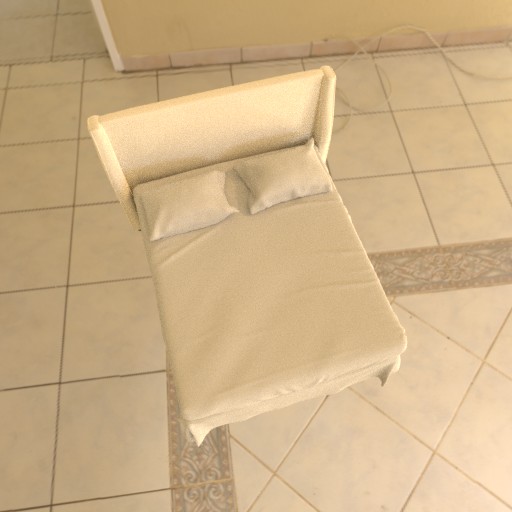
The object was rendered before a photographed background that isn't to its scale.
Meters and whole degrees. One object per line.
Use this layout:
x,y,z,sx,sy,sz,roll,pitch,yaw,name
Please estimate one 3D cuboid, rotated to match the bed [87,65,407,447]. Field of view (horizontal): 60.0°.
0.000,0.000,3.437,1.925,1.332,2.276,-15,64,-8,bed
